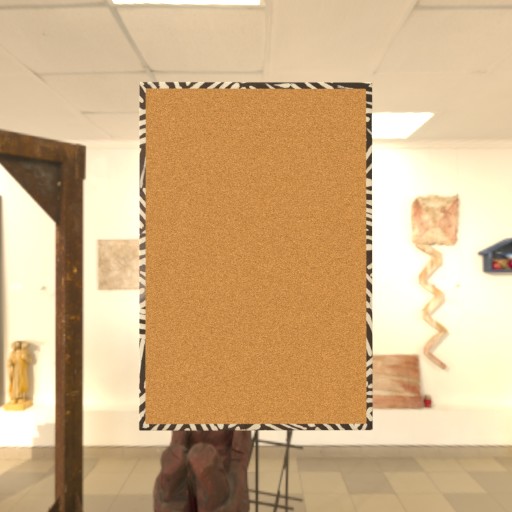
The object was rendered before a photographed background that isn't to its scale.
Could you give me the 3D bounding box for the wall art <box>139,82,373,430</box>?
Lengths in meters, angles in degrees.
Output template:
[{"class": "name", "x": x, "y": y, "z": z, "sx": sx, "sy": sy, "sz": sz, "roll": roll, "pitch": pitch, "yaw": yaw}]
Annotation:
[{"class": "wall art", "x": 0.000, "y": 0.000, "z": 1.183, "sx": 0.615, "sy": 0.918, "sz": 0.035, "roll": 0, "pitch": 0, "yaw": 0}]
